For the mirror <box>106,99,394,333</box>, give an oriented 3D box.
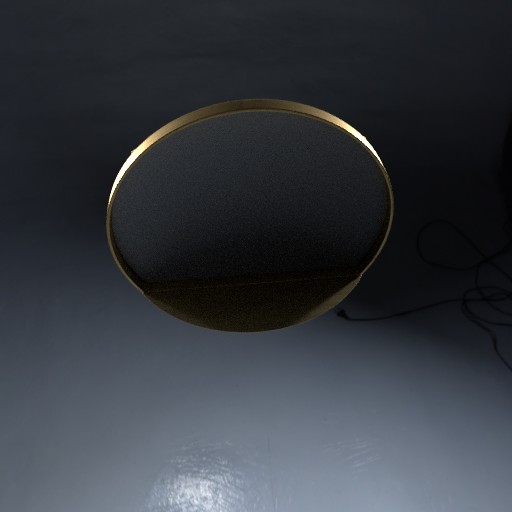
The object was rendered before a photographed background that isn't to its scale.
[{"bbox_3d":[0.000,0.000,0.695,0.457,0.457,0.133,-4,46,-4],"label":"mirror"}]
